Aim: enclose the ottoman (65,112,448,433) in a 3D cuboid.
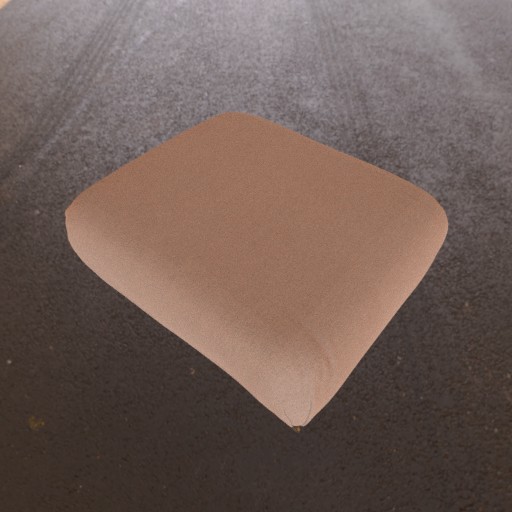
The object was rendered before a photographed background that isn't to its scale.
[{"bbox_3d":[0.000,0.000,1.148,0.746,0.450,0.639,31,54,26],"label":"ottoman"}]
